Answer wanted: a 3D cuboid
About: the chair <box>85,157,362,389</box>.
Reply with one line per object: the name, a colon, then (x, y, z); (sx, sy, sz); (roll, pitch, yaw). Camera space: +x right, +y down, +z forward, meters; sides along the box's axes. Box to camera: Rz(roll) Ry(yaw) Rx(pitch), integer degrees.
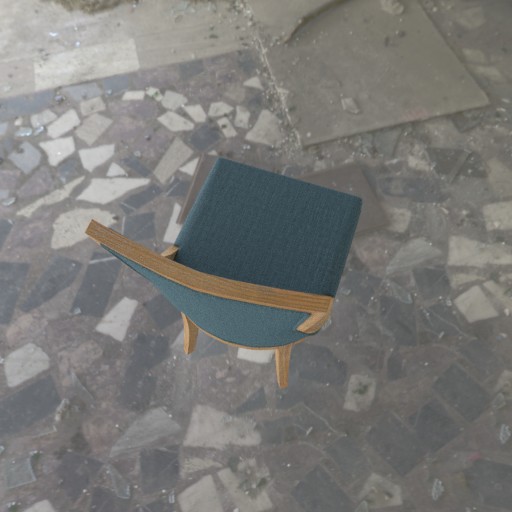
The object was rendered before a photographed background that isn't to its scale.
chair: (0.000, 0.000, 1.310); (0.524, 0.947, 0.641); (18, 64, 9)
